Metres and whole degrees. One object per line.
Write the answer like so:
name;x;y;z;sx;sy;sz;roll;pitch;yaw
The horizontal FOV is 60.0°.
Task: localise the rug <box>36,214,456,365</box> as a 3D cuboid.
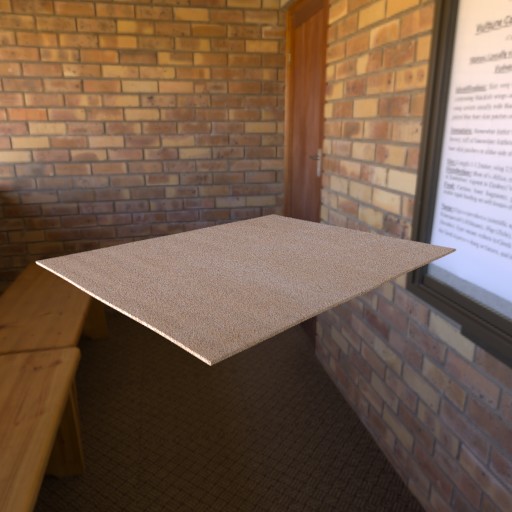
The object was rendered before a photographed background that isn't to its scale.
rug;0.000;0.000;4.037;3.000;0.025;2.400;-16;23;-42
